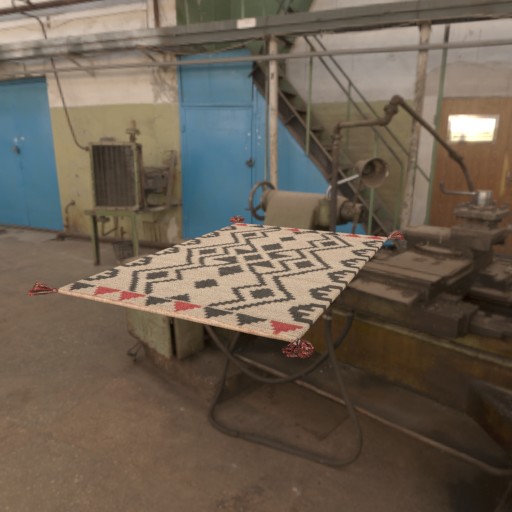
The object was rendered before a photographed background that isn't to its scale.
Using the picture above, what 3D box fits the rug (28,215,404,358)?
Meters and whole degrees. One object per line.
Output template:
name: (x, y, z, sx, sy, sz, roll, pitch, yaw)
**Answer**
rug: (0.000, 0.000, 2.645, 1.444, 0.067, 2.069, 7, 17, 25)
